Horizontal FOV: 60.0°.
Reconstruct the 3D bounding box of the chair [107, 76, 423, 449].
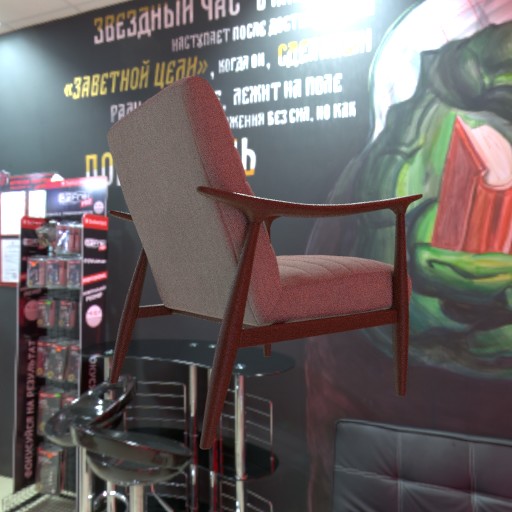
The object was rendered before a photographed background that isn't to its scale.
[{"bbox_3d":[0.000,0.000,1.416,0.798,0.832,0.741,0,0,-36],"label":"chair"}]
